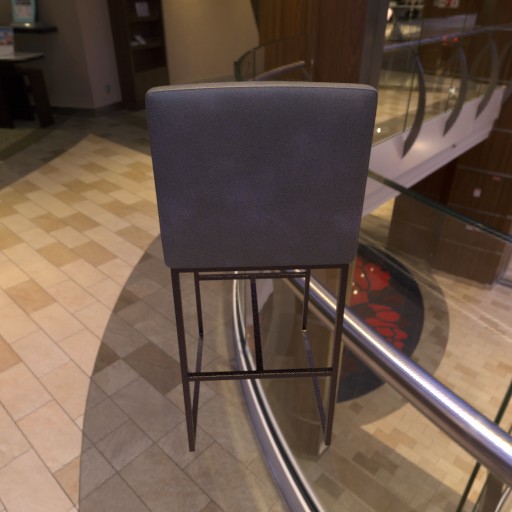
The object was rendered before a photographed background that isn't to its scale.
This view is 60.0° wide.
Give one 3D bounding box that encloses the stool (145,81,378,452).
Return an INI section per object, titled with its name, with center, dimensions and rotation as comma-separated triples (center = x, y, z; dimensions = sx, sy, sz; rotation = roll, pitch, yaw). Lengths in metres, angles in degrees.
[stool]
center = 0.000, 0.000, 1.321
dimensions = 0.463, 1.065, 0.562
rotation = -2, 31, -2
